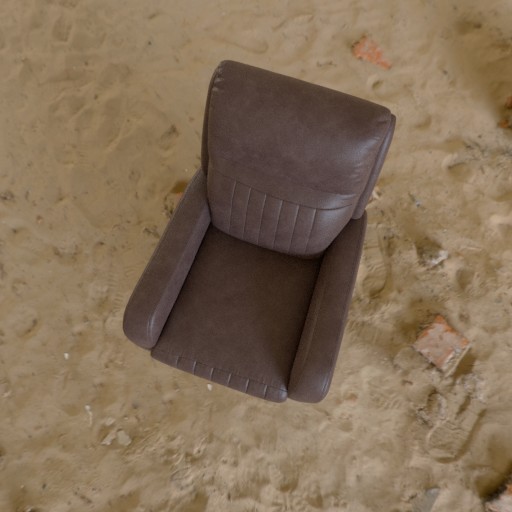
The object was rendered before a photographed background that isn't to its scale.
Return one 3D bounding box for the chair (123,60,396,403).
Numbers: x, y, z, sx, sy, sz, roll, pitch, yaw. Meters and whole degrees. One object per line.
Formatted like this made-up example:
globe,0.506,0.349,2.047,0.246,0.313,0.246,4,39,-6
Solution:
chair,0.000,0.000,1.837,0.865,1.067,1.067,18,75,5
